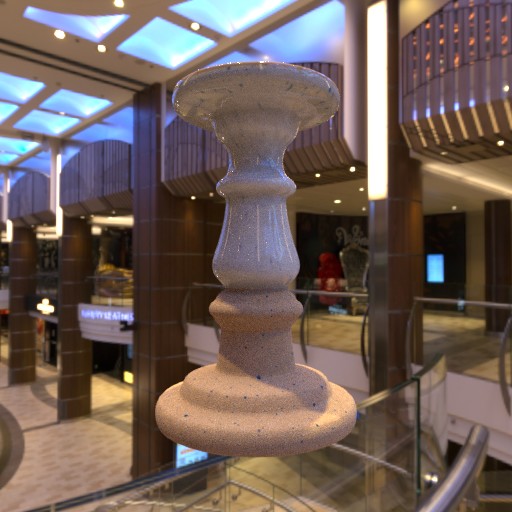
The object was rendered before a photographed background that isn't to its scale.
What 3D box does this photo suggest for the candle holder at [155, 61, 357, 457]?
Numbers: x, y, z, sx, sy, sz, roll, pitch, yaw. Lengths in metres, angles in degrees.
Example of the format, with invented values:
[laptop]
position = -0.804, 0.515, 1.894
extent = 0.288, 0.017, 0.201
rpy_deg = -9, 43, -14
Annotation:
[candle holder]
position = 0.000, 0.000, 0.279
extent = 0.123, 0.202, 0.123
rpy_deg = 0, -1, 0
